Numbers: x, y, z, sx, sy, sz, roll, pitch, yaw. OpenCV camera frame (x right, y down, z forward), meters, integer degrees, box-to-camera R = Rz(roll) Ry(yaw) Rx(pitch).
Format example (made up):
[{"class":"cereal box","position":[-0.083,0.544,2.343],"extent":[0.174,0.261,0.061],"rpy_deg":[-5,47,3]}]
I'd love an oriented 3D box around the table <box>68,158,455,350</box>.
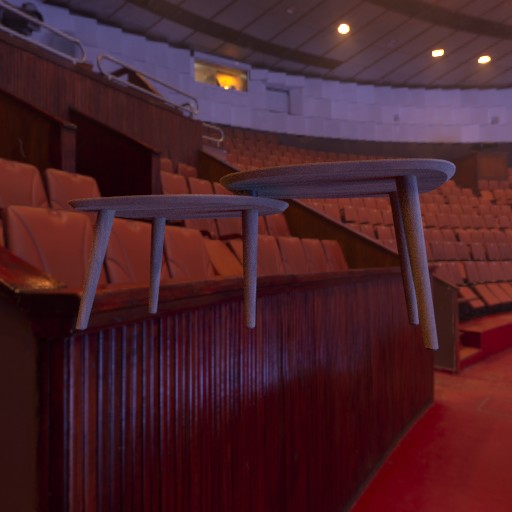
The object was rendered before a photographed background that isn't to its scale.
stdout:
[{"class":"table","position":[0.000,0.000,1.331],"extent":[1.084,0.429,0.527],"rpy_deg":[0,0,17]}]
